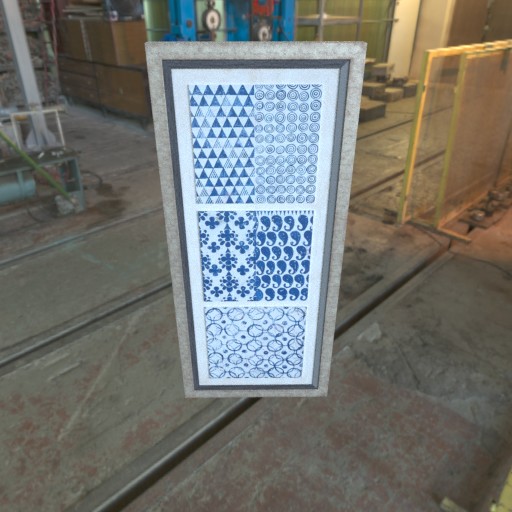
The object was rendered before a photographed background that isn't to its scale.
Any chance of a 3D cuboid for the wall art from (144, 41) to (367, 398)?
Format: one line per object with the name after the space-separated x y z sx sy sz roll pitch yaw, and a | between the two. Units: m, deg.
0.000 0.000 1.676 0.648 1.461 0.051 0 30 -1 | wall art
